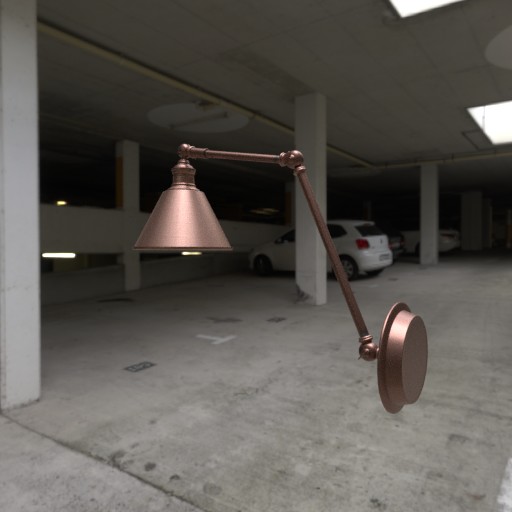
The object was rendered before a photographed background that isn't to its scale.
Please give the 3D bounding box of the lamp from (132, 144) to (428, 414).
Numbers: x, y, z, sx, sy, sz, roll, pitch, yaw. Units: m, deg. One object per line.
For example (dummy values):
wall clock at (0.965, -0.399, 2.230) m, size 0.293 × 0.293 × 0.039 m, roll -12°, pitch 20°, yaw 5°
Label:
lamp at (0.000, 0.000, 0.884) m, size 0.624 × 0.502 × 0.223 m, roll 1°, pitch 1°, yaw 35°
